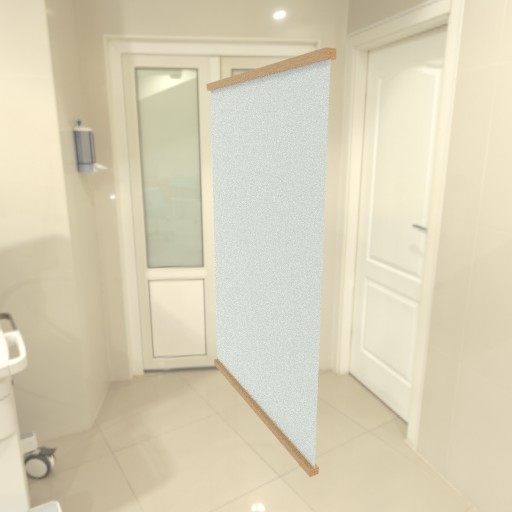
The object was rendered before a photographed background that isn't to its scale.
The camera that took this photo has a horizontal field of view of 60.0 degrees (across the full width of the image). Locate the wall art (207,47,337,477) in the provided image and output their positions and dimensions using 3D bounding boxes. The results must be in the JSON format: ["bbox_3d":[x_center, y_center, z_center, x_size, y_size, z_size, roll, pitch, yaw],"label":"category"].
[{"bbox_3d":[0.000,0.000,0.655,0.013,0.510,0.335,-7,16,-26],"label":"wall art"}]
